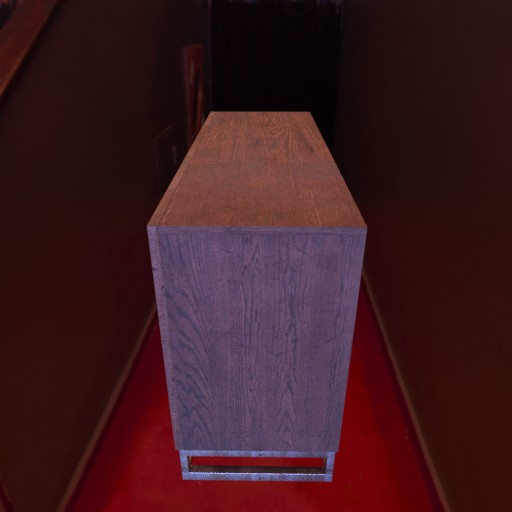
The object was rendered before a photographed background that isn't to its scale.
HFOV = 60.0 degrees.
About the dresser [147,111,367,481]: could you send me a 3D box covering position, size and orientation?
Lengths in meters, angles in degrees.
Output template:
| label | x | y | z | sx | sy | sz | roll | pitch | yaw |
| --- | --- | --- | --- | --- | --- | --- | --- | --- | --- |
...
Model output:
| label | x | y | z | sx | sy | sz | roll | pitch | yaw |
| --- | --- | --- | --- | --- | --- | --- | --- | --- | --- |
| dresser | 0.000 | 0.000 | 2.155 | 0.623 | 1.061 | 1.646 | 0 | 28 | 1 |
